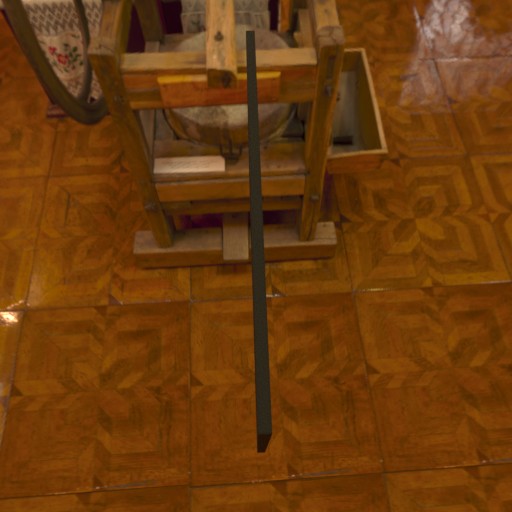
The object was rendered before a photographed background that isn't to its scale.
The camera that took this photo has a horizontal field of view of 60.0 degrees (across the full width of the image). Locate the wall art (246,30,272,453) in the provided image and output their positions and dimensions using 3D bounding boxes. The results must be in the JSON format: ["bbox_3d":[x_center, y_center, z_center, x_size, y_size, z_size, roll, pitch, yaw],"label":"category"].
[{"bbox_3d":[0.000,0.000,1.213,0.026,0.656,0.958,-1,64,-1],"label":"wall art"}]
